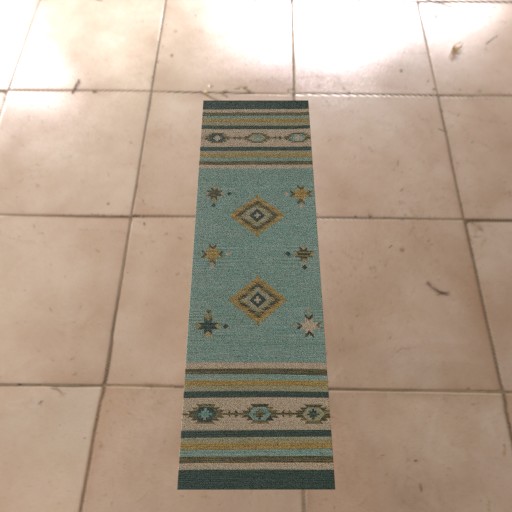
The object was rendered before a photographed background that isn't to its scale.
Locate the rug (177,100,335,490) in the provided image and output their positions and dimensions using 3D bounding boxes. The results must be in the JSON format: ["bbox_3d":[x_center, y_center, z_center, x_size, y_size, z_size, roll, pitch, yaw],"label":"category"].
[{"bbox_3d":[0.000,0.000,2.616,0.744,0.010,2.441,0,64,0],"label":"rug"}]
